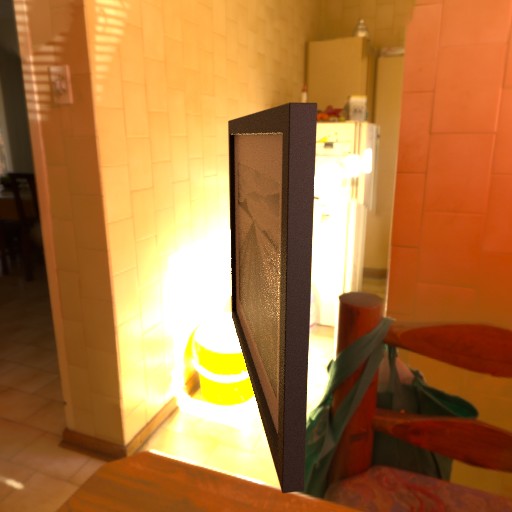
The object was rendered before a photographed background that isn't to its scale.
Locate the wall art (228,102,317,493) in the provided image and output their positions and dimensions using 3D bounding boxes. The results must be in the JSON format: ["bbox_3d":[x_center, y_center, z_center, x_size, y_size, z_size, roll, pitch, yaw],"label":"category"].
[{"bbox_3d":[0.000,0.000,0.755,0.029,0.458,0.559,-3,15,-9],"label":"wall art"}]
